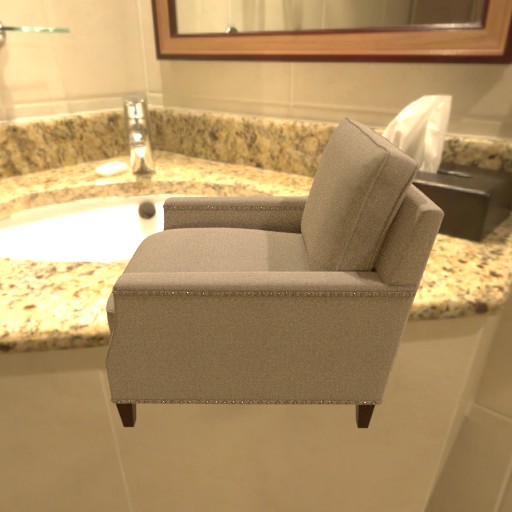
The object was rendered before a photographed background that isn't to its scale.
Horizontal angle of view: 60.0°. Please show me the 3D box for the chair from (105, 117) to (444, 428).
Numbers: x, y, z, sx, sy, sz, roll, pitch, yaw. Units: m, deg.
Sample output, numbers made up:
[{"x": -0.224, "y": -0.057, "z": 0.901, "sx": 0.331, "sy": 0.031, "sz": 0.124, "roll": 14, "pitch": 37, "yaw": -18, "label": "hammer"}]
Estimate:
[{"x": 0.000, "y": 0.000, "z": 1.699, "sx": 1.014, "sy": 0.943, "sz": 0.853, "roll": 0, "pitch": 25, "yaw": 0, "label": "chair"}]
